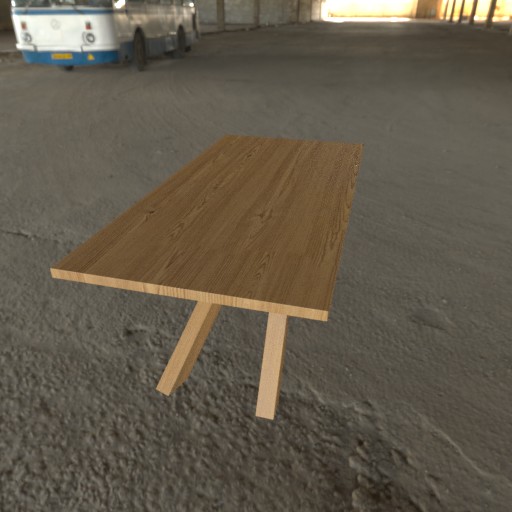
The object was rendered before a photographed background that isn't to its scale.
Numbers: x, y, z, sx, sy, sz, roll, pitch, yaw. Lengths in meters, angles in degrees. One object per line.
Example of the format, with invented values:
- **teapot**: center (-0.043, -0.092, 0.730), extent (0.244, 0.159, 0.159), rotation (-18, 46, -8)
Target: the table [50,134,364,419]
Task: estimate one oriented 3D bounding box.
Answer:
- **table**: center (0.000, 0.000, 2.275), extent (0.901, 0.750, 1.797), rotation (8, 30, 13)
